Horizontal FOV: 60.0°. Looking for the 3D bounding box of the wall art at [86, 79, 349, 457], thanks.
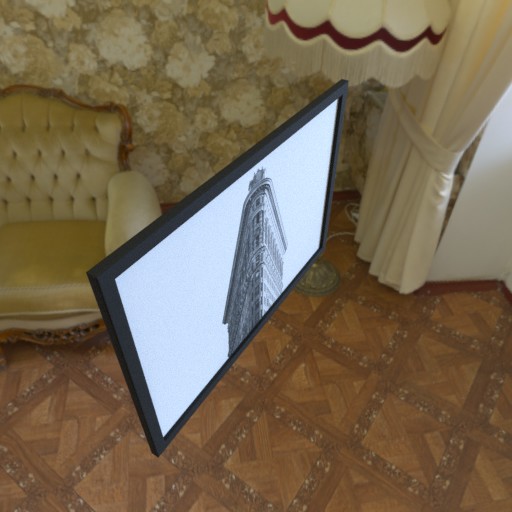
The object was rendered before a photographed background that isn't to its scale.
[{"bbox_3d":[0.000,0.000,1.223,0.049,0.659,0.964,25,48,25],"label":"wall art"}]
